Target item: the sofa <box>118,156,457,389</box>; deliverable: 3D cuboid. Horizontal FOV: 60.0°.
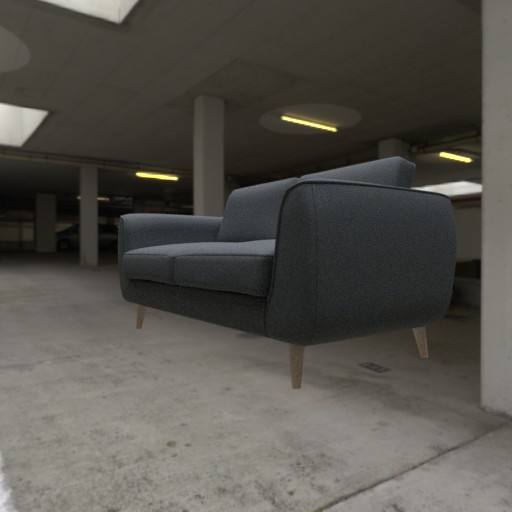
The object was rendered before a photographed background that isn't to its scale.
[{"bbox_3d":[0.000,0.000,2.215,0.920,0.850,1.700,0,1,-36],"label":"sofa"}]
